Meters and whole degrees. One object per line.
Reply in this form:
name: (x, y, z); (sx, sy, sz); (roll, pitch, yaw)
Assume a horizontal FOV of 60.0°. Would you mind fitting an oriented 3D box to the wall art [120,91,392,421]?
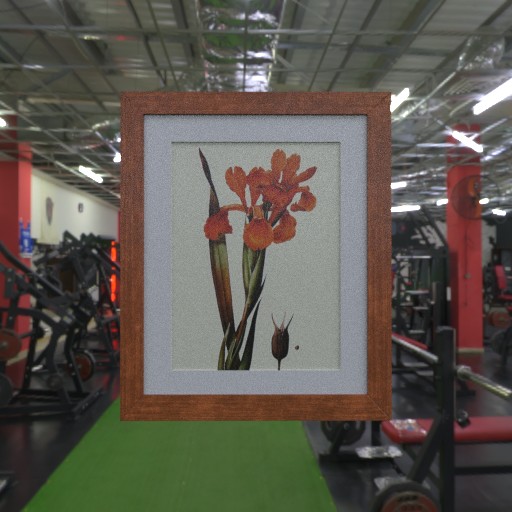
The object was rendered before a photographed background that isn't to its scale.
wall art: (0.000, 0.000, 0.780); (0.467, 0.567, 0.033); (0, 0, 0)
